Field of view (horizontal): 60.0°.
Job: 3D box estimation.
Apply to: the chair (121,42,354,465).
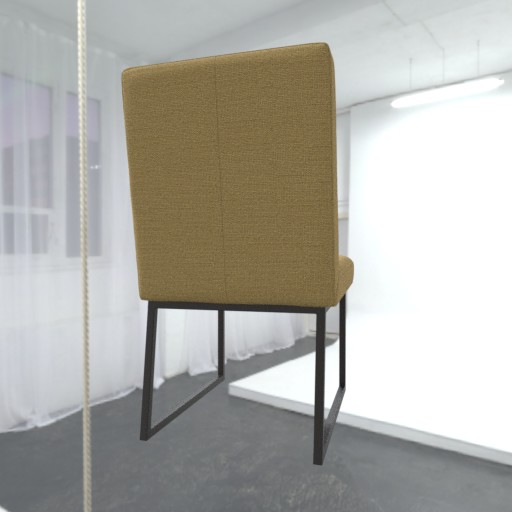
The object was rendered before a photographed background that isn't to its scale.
[{"bbox_3d":[0.000,0.000,1.296,0.520,0.930,0.634,0,1,17],"label":"chair"}]
